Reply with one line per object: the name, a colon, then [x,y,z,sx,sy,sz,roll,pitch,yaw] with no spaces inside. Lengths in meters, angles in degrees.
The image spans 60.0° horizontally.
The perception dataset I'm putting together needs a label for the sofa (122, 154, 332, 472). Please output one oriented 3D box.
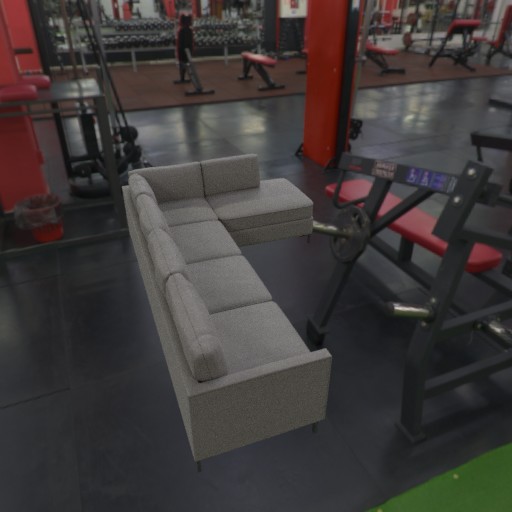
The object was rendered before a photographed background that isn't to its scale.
sofa: [0.000,0.000,4.244,2.077,0.964,3.331,-11,33,-18]
